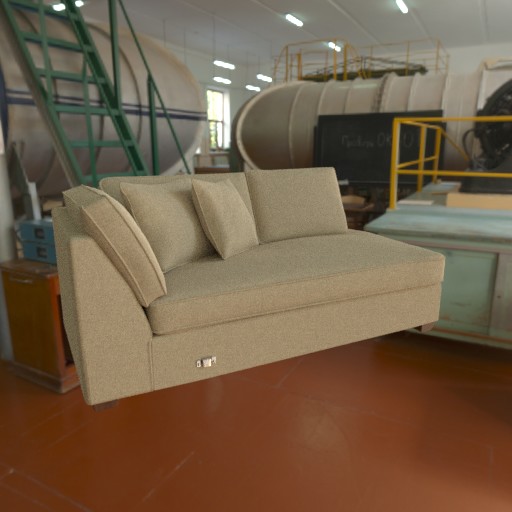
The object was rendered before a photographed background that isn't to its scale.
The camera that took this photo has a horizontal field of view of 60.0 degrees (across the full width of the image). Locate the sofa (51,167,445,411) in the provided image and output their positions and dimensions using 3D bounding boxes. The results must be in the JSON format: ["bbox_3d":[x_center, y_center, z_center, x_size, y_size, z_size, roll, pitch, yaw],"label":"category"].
[{"bbox_3d":[0.000,0.000,2.786,2.237,1.033,1.110,-7,16,-26],"label":"sofa"}]
